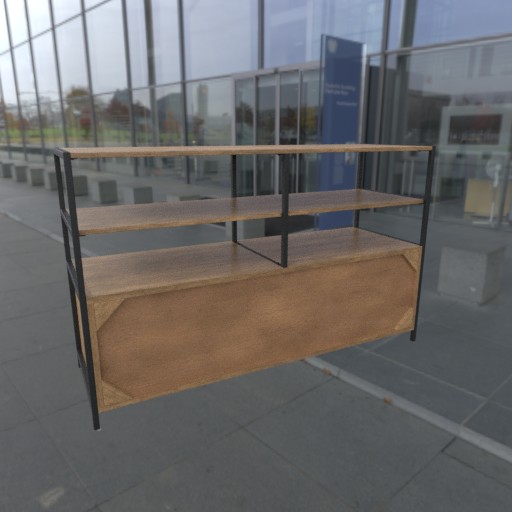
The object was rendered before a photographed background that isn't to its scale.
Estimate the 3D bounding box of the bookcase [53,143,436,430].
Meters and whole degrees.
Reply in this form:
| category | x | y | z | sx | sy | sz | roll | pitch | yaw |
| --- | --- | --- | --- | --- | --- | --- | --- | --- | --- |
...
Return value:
| category | x | y | z | sx | sy | sz | roll | pitch | yaw |
| --- | --- | --- | --- | --- | --- | --- | --- | --- | --- |
| bookcase | 0.000 | 0.000 | 1.485 | 1.149 | 0.712 | 0.391 | -8 | 17 | -26 |
